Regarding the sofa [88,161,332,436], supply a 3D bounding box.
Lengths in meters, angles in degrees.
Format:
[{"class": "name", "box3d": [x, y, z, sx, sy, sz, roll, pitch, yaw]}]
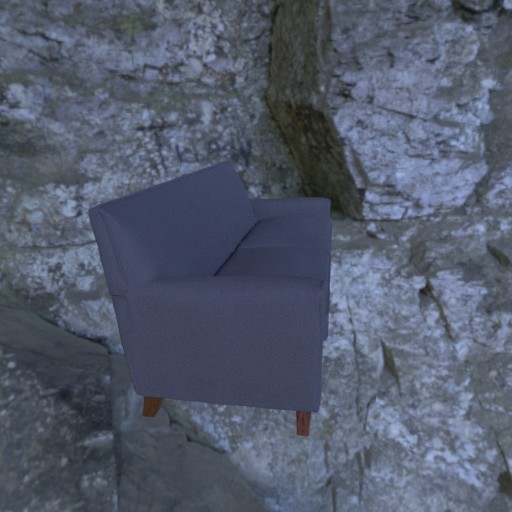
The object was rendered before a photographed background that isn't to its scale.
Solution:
[{"class": "sofa", "box3d": [0.000, 0.000, 2.518, 0.843, 0.907, 2.002, 3, 17, 9]}]
